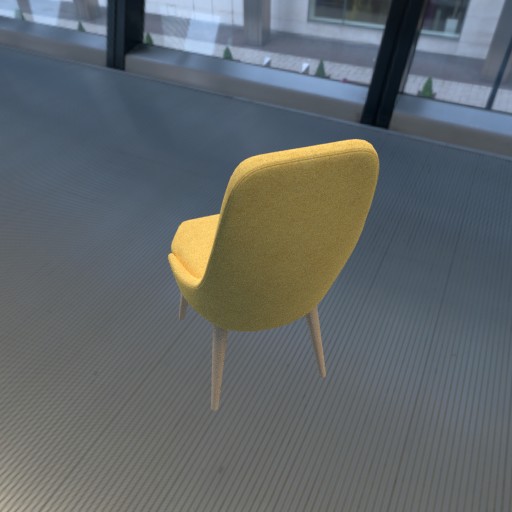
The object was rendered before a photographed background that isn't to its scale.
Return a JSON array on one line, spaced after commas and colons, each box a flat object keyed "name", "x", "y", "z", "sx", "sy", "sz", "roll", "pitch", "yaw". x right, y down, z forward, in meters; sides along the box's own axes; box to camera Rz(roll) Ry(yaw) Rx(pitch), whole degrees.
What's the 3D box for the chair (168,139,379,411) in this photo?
[{"name": "chair", "x": 0.000, "y": 0.000, "z": 1.378, "sx": 0.510, "sy": 1.040, "sz": 0.660, "roll": -13, "pitch": 43, "yaw": -14}]
